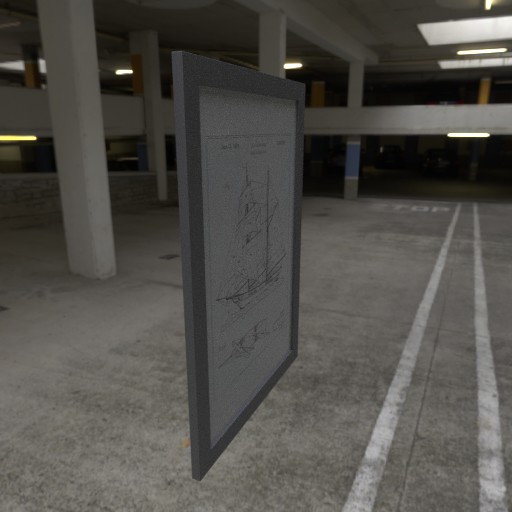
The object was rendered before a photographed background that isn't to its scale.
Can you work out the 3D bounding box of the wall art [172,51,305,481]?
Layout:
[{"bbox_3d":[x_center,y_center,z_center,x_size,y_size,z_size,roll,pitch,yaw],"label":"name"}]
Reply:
[{"bbox_3d":[0.000,0.000,0.692,0.013,0.534,0.380,7,18,24],"label":"wall art"}]
